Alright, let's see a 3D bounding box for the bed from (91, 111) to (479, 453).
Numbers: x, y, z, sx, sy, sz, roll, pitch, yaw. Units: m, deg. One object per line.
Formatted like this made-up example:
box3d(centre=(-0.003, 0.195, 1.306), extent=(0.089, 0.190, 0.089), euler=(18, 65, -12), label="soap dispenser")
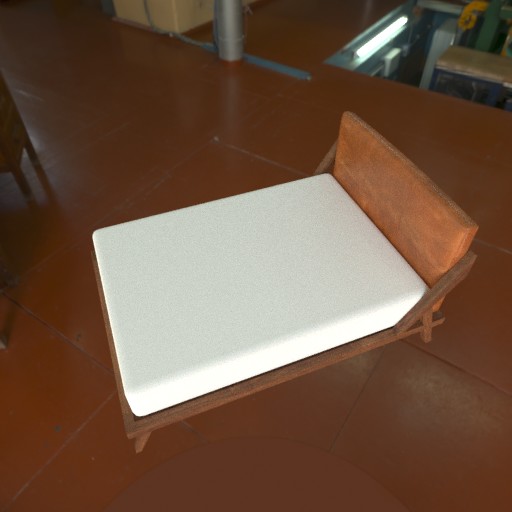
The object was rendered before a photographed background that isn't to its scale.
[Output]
box3d(centre=(0.000, 0.000, 3.250), extent=(2.311, 1.168, 1.651), euler=(-16, 48, -15), label="bed")
